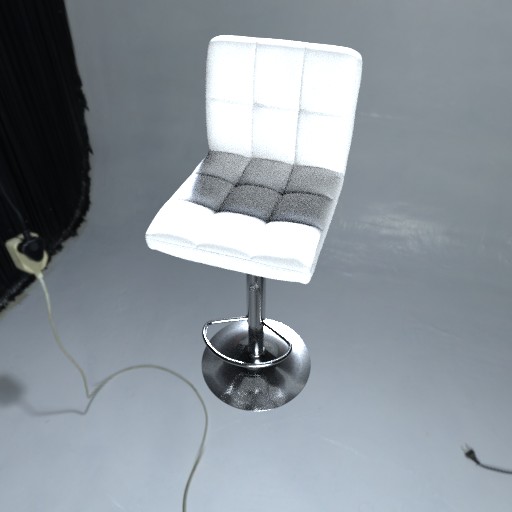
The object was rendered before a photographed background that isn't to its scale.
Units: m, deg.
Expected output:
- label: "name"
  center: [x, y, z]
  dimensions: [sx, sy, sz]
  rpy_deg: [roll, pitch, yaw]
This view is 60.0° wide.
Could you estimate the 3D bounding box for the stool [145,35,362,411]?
- label: "stool"
  center: [0.000, 0.000, 1.360]
  dimensions: [0.430, 1.115, 0.505]
  rpy_deg: [12, 43, 13]
